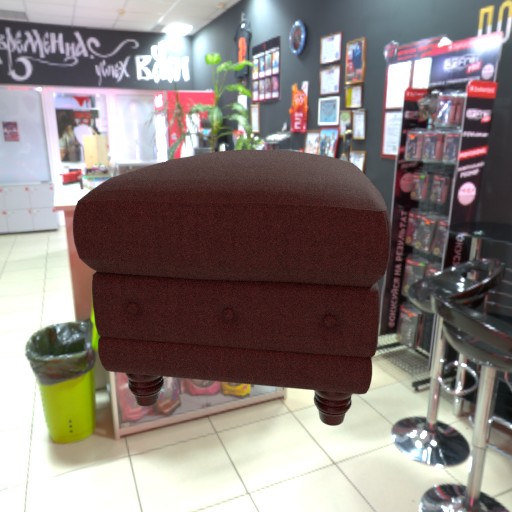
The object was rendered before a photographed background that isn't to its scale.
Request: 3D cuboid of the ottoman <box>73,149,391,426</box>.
[{"bbox_3d":[0.000,0.000,1.207,0.599,0.555,0.809,3,16,9],"label":"ottoman"}]
